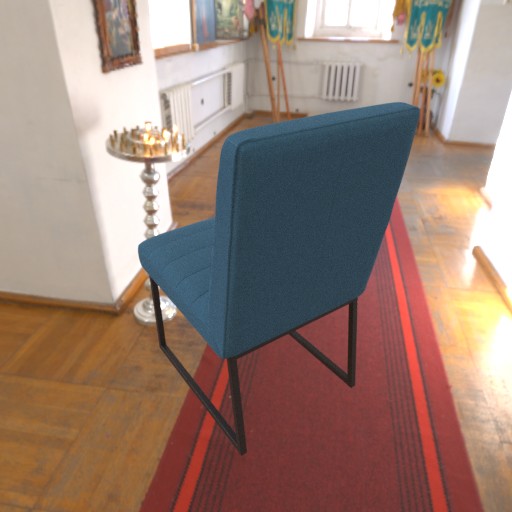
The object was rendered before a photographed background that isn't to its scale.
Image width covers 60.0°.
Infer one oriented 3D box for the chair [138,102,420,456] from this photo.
[{"bbox_3d":[0.000,0.000,1.331,0.520,0.930,0.634,-20,36,-30],"label":"chair"}]
